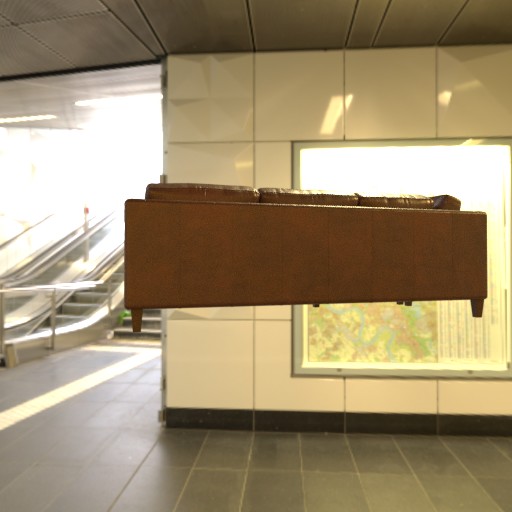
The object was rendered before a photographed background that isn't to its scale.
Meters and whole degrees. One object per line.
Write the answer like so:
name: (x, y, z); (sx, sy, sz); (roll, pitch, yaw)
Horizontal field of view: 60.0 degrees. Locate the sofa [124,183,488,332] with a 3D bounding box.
sofa: (0.000, 0.000, 4.364); (2.452, 0.891, 3.324); (0, -1, -16)
